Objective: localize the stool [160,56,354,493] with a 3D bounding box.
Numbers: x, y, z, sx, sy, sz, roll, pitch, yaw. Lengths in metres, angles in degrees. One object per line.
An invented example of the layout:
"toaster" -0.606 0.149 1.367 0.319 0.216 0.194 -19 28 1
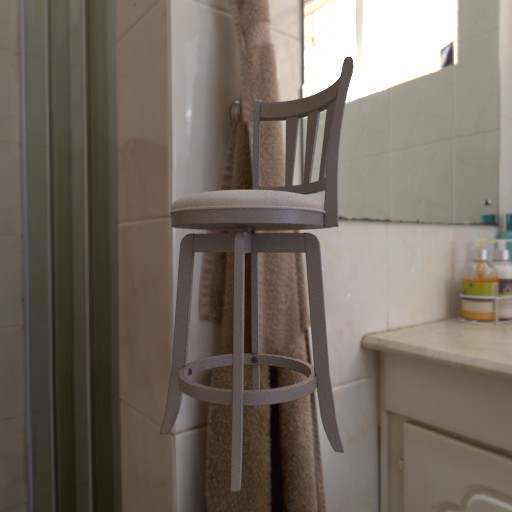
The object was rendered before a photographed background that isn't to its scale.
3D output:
"stool" 0.000 0.000 1.228 0.475 1.023 0.436 -1 1 -36
